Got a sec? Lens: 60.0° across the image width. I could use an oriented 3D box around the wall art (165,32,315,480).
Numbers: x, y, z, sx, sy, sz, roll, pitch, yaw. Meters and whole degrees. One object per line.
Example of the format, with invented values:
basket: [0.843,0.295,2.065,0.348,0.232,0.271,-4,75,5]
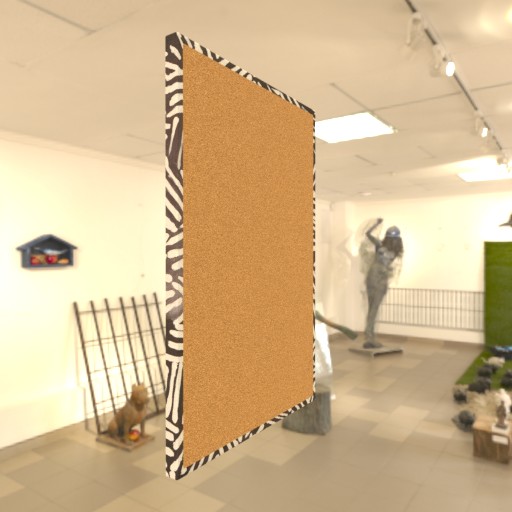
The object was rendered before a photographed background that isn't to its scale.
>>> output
wall art: [0.000,0.000,1.165,0.035,0.918,0.615,0,0,35]
